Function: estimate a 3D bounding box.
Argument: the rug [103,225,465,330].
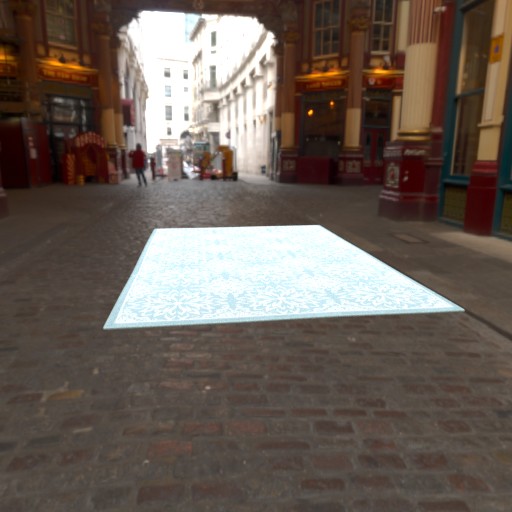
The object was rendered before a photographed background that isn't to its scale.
[{"bbox_3d":[0.000,0.000,2.349,1.219,0.012,1.840,-2,13,-8],"label":"rug"}]
